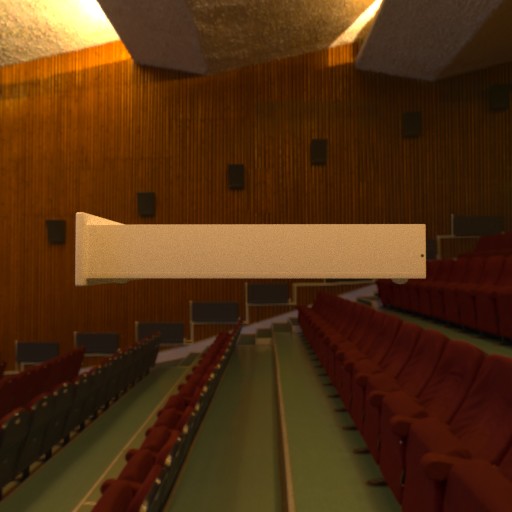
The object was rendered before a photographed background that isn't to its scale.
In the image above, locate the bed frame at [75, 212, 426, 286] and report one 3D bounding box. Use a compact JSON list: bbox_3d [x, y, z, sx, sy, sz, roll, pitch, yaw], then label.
[{"bbox_3d":[0.000,0.000,1.488,0.670,0.141,1.300,0,-1,1],"label":"bed frame"}]
